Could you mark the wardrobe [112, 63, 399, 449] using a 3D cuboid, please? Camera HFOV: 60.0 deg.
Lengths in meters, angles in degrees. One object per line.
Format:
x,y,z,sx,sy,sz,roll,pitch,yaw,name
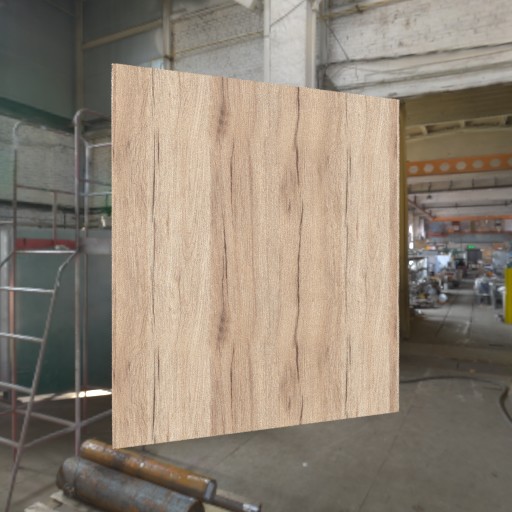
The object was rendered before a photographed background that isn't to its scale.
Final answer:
0.000,0.000,2.932,1.810,2.070,0.580,0,0,-18,wardrobe
